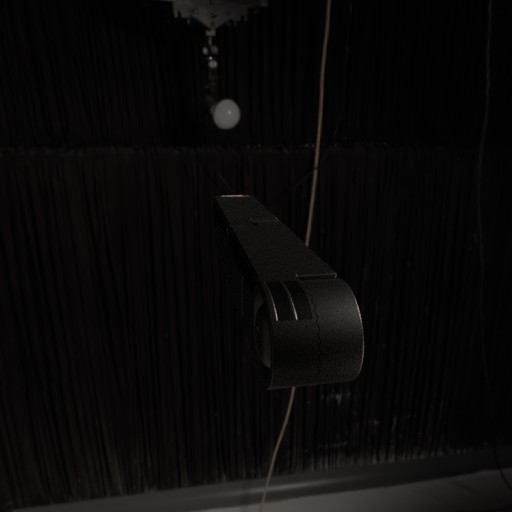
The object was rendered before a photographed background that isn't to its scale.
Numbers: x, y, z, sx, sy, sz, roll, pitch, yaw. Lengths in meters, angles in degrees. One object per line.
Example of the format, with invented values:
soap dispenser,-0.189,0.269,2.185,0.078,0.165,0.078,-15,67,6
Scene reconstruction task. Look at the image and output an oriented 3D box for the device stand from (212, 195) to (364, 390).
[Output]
device stand,0.000,0.000,0.197,0.026,0.030,0.179,-3,17,-10
